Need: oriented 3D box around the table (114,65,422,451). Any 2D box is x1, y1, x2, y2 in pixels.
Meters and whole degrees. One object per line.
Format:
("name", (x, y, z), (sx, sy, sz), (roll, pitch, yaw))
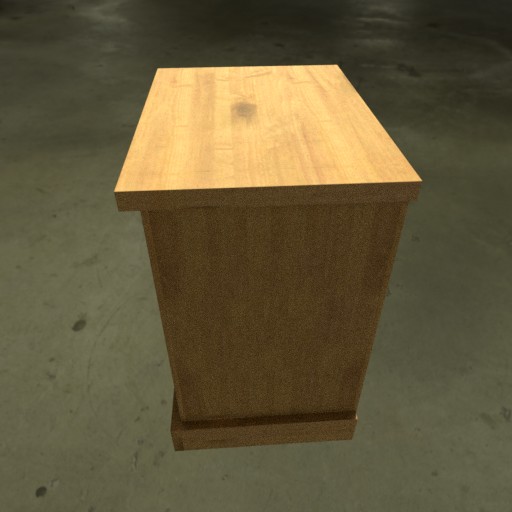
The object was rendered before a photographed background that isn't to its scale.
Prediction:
("table", (0.000, 0.000, 1.221), (0.500, 0.813, 0.660), (-2, 39, -3))
